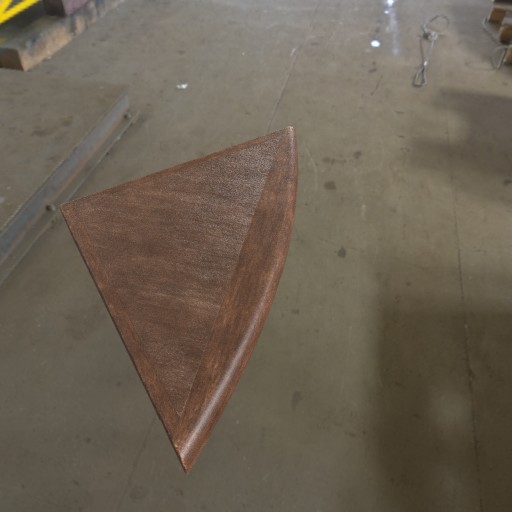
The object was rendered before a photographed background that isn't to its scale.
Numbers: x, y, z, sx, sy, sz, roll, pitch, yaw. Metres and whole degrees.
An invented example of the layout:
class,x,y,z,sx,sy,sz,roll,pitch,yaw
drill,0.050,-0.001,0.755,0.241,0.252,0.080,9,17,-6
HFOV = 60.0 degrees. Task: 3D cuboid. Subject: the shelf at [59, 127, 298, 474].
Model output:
class,x,y,z,sx,sy,sz,roll,pitch,yaw
shelf,0.000,0.000,0.462,0.310,0.050,0.310,-24,52,-20
